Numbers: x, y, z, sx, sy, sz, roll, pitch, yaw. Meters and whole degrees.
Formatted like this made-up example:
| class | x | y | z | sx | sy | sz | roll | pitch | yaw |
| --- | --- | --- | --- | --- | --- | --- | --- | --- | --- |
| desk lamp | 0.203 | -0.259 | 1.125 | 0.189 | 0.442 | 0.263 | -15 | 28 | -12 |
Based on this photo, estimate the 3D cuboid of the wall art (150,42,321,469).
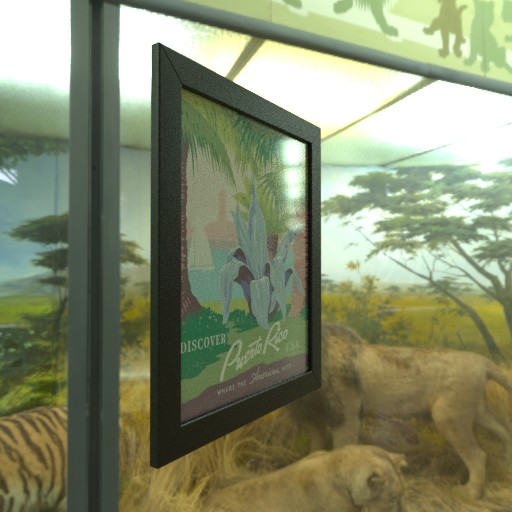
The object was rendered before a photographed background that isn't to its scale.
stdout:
| class | x | y | z | sx | sy | sz | roll | pitch | yaw |
| --- | --- | --- | --- | --- | --- | --- | --- | --- | --- |
| wall art | 0.000 | 0.000 | 0.802 | 0.018 | 0.582 | 0.481 | -1 | -1 | 35 |
